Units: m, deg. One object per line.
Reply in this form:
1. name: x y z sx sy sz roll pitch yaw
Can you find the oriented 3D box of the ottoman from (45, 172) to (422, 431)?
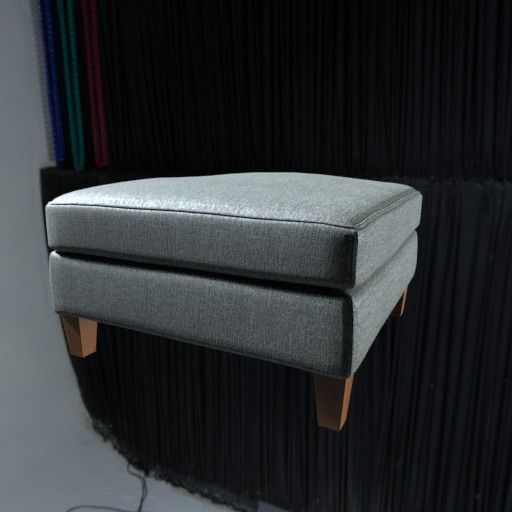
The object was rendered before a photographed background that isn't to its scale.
1. ottoman: 0.000 0.000 1.337 0.838 0.481 0.838 7 15 26
